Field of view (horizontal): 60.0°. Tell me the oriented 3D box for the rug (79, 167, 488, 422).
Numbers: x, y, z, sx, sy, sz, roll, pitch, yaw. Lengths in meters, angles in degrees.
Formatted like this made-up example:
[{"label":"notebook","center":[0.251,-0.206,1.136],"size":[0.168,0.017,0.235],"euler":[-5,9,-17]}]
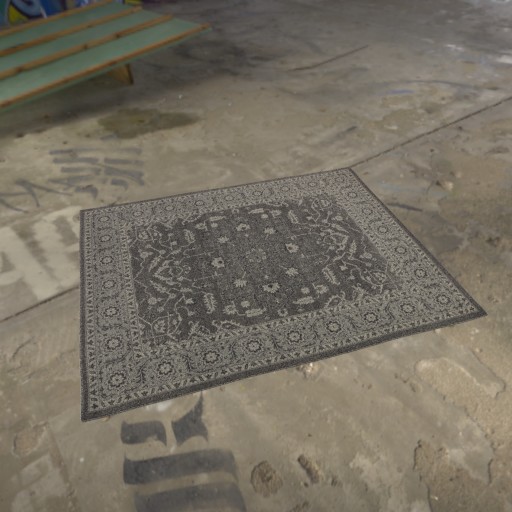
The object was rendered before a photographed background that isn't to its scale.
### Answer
[{"label":"rug","center":[0.000,0.000,4.014],"size":[3.069,0.026,2.451],"euler":[-11,42,-13]}]
